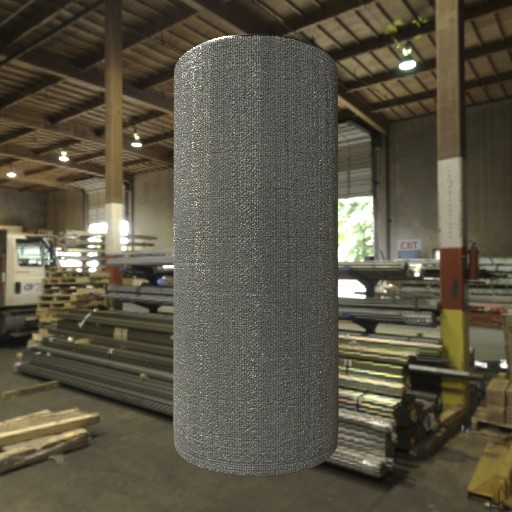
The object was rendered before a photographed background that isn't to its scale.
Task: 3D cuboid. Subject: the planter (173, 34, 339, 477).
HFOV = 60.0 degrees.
[{"bbox_3d":[0.000,0.000,0.124,0.045,0.103,0.045,-1,-1,37],"label":"planter"}]
